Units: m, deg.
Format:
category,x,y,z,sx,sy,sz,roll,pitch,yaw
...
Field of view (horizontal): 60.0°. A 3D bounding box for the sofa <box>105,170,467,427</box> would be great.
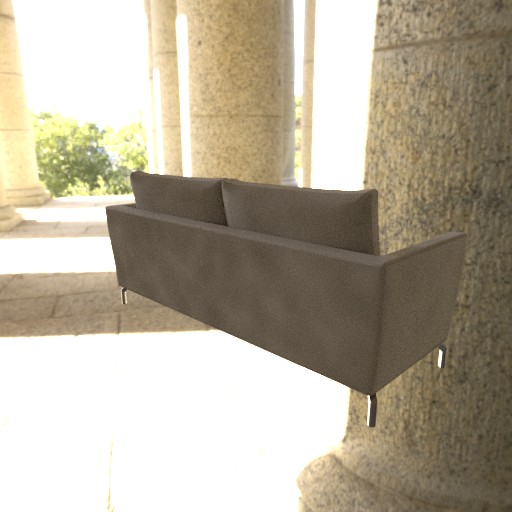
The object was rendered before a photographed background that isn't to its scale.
category,x,y,z,sx,sy,sz,roll,pitch,yaw
sofa,0.000,0.000,2.764,2.214,1.005,0.868,14,20,43
